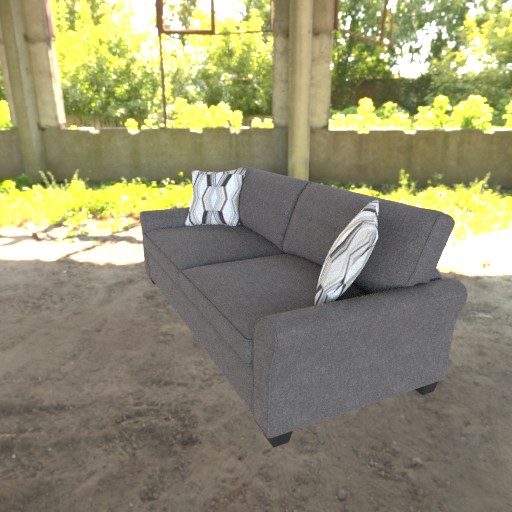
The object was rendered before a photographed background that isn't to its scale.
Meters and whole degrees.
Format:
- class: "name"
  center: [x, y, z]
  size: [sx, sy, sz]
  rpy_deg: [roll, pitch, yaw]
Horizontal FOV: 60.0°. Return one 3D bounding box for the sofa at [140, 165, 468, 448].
- class: "sofa"
  center: [0.000, 0.000, 2.457]
  size: [0.889, 0.813, 2.032]
  rpy_deg: [-8, 19, -25]
